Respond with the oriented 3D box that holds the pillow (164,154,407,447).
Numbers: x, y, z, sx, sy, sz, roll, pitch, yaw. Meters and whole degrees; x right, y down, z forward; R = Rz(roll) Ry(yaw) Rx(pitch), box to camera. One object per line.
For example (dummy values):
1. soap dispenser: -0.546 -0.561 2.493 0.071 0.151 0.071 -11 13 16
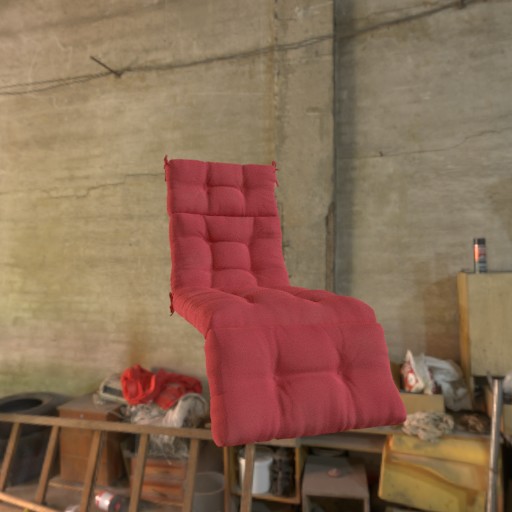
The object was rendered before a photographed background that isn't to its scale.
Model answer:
1. pillow: 0.000 0.000 1.492 0.526 0.863 1.016 0 -1 -18
